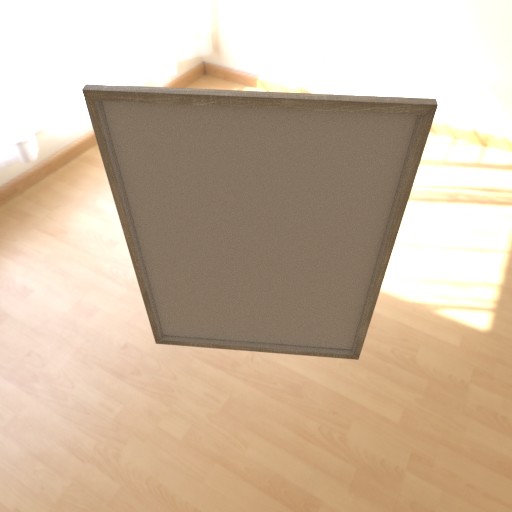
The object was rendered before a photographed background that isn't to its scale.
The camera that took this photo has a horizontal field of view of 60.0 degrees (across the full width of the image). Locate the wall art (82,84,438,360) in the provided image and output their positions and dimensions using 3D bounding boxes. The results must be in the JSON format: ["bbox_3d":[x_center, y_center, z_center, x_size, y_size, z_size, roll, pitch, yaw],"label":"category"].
[{"bbox_3d":[0.000,0.000,1.341,0.781,1.022,0.035,4,46,3],"label":"wall art"}]
